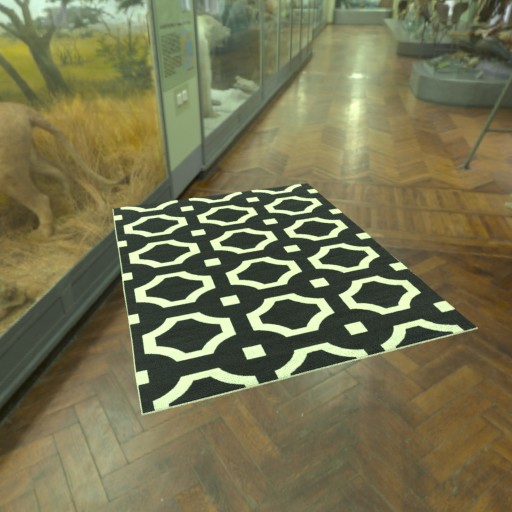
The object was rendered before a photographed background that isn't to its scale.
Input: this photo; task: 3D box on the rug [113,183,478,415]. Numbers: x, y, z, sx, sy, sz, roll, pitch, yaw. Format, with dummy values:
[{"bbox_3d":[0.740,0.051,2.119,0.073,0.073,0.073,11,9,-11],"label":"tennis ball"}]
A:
[{"bbox_3d":[0.000,0.000,4.201,2.466,0.021,3.049,-10,32,-16],"label":"rug"}]
